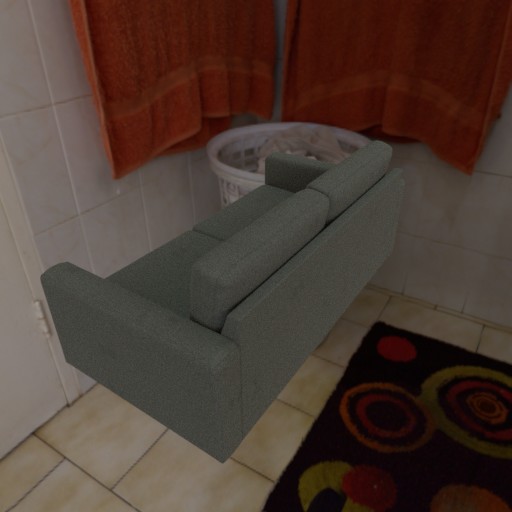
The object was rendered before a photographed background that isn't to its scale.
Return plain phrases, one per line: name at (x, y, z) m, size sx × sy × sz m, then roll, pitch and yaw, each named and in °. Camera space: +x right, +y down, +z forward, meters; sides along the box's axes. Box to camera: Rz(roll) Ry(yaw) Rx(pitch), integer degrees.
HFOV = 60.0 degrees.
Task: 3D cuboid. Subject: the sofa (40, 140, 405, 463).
sofa at (0.000, 0.000, 2.215) m, size 0.889 × 0.897 × 1.730 m, roll 20°, pitch 37°, yaw 28°
